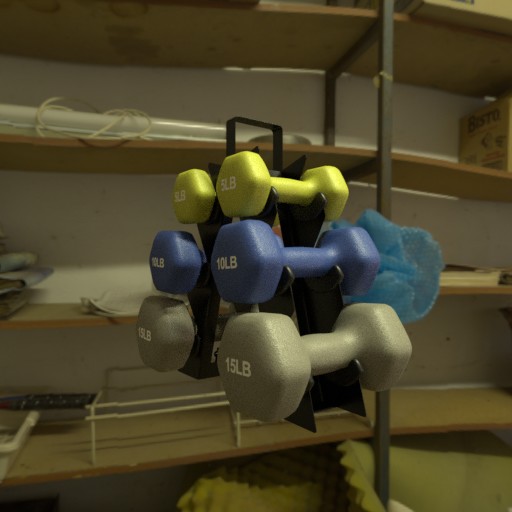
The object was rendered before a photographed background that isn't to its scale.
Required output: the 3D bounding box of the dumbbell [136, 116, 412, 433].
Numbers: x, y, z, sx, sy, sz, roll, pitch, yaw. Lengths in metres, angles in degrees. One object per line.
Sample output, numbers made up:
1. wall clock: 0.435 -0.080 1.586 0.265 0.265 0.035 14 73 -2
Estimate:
1. dumbbell: 0.000 0.000 0.705 0.261 0.426 0.416 0 -1 -36
